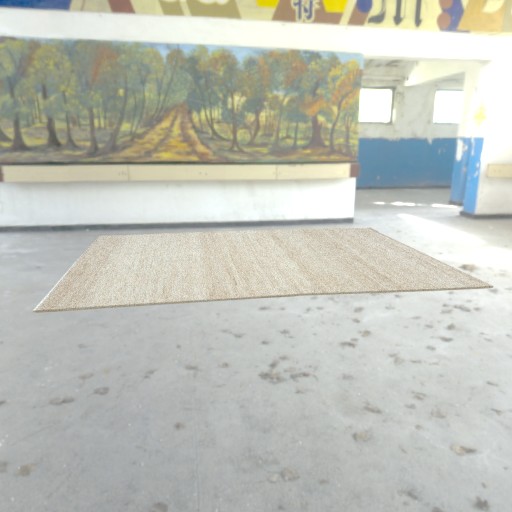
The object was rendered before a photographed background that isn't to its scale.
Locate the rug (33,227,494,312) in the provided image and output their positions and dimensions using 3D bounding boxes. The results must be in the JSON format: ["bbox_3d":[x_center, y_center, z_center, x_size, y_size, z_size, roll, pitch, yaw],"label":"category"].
[{"bbox_3d":[0.000,0.000,2.917,2.283,0.030,1.596,-2,15,-8],"label":"rug"}]
